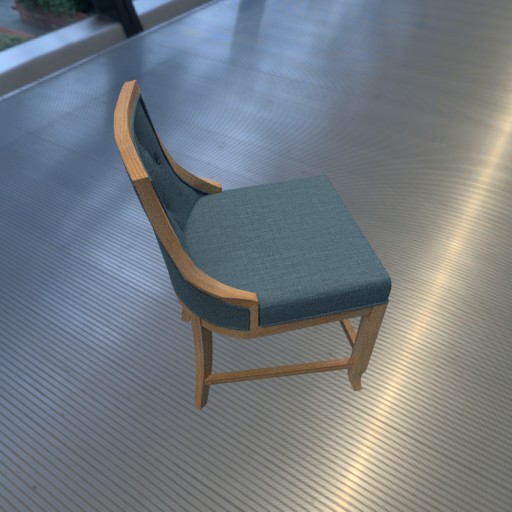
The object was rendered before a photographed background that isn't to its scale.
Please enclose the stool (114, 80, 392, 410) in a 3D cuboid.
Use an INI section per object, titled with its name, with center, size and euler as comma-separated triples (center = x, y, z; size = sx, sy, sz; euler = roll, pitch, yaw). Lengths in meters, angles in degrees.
[stool]
center = 0.000, 0.000, 1.325
size = 0.626, 0.938, 0.524
euler = -10, 45, -10
